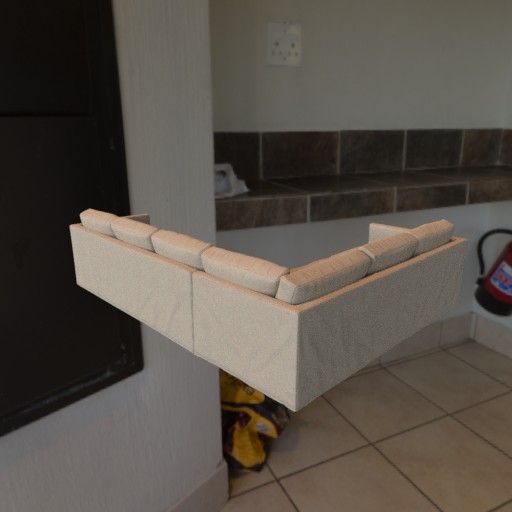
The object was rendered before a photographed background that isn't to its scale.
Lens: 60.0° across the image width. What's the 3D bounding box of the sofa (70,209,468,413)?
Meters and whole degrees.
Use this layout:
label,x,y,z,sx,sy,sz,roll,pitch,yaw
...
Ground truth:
label,x,y,z,sx,sy,sz,roll,pitch,yaw
sofa,0.000,0.000,4.468,2.432,0.871,3.182,-16,23,-42
